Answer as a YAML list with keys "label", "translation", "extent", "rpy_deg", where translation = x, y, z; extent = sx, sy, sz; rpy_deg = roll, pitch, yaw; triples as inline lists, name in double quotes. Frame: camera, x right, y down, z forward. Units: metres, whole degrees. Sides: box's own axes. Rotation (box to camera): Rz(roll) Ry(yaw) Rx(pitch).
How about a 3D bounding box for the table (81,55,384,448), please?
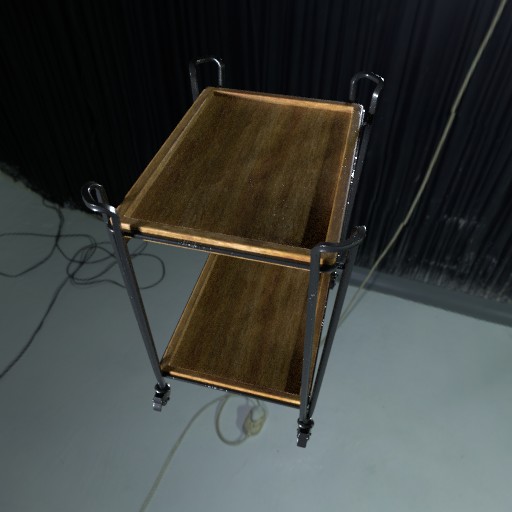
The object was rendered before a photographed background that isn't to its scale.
- label: "table"
  translation: [0.000, 0.000, 1.219]
  extent: [0.505, 0.785, 0.672]
  rpy_deg: [10, 47, 10]
